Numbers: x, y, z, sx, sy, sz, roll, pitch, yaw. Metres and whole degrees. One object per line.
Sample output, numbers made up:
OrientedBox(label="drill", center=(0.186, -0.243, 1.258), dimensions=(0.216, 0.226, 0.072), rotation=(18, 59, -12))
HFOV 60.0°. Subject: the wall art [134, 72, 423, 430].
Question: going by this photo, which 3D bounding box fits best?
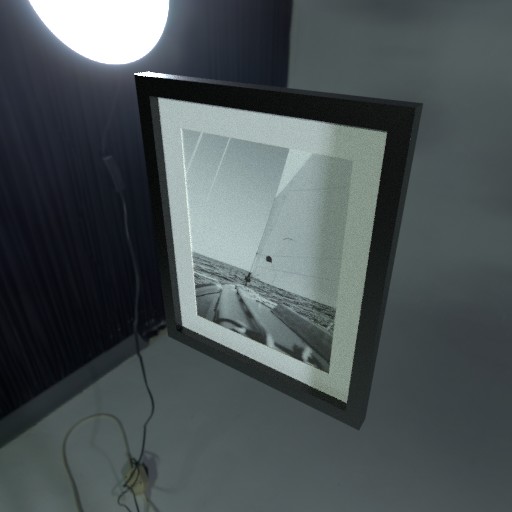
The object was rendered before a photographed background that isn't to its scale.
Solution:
OrientedBox(label="wall art", center=(0.000, 0.000, 0.771), dimensions=(0.461, 0.558, 0.031), rotation=(19, 35, 28))
